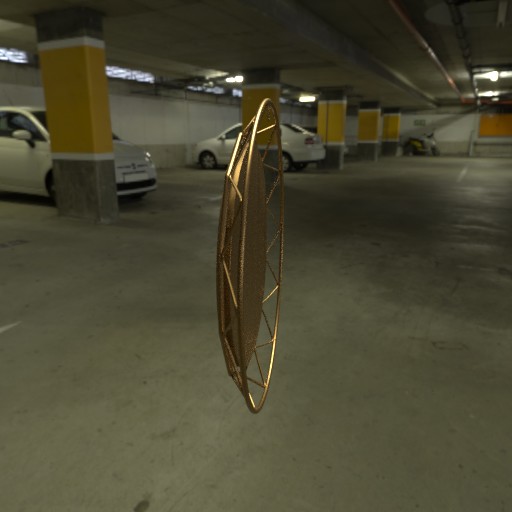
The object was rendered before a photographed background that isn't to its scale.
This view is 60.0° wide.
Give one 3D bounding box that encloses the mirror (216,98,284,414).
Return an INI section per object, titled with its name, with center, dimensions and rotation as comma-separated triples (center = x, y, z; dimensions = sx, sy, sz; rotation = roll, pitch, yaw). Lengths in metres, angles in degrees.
[mirror]
center = 0.000, 0.000, 0.678
dimensions = 0.043, 0.454, 0.454
rotation = 2, 15, 9
